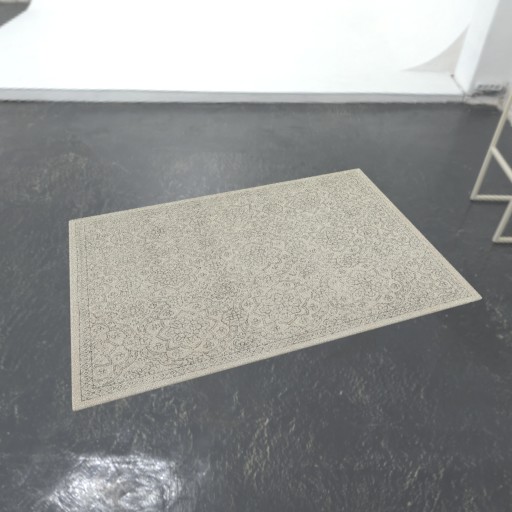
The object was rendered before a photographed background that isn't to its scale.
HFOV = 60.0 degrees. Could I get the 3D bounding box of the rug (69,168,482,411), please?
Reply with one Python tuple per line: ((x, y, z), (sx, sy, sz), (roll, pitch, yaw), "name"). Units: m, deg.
((0.000, 0.000, 2.856), (2.286, 0.011, 1.524), (-12, 43, -13), "rug")
